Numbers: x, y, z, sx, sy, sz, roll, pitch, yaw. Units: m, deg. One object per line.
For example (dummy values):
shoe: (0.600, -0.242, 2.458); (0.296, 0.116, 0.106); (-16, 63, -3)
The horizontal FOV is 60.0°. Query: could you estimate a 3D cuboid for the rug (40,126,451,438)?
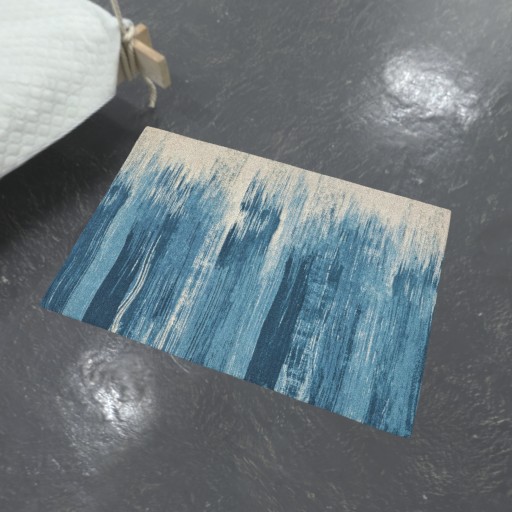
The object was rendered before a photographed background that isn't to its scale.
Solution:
rug: (0.000, 0.000, 2.289); (1.836, 0.009, 1.232); (17, 65, 8)
